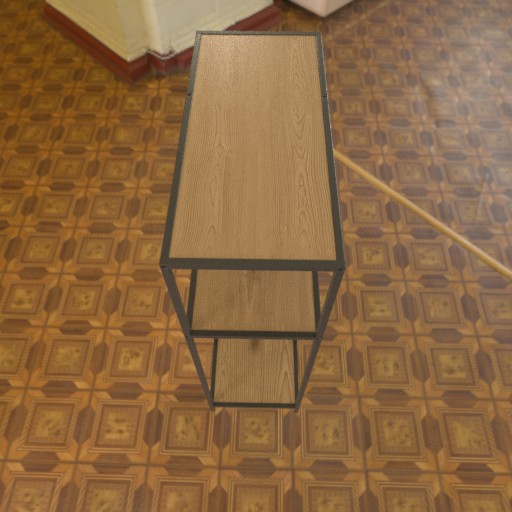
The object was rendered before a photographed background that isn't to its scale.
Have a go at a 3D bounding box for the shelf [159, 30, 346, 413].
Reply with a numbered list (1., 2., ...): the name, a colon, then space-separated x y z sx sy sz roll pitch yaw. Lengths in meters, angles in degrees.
1. shelf: 0.000 0.000 1.515 0.350 1.138 0.770 1 57 1
